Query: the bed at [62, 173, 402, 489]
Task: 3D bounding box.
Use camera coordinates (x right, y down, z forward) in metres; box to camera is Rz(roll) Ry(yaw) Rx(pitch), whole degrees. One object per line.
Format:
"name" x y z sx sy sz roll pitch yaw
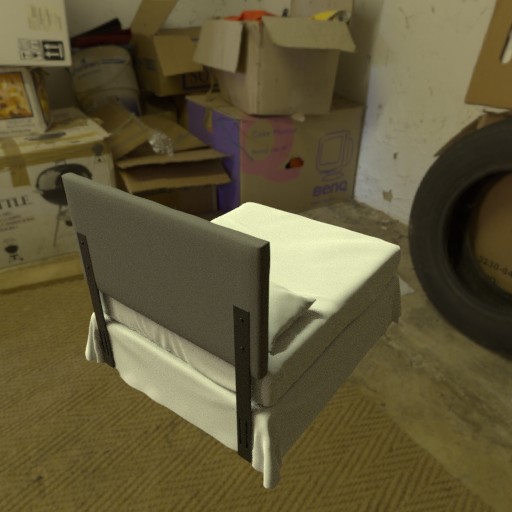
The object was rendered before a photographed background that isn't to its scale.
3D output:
"bed" 0.000 0.000 3.521 1.936 1.577 2.222 21 35 32
